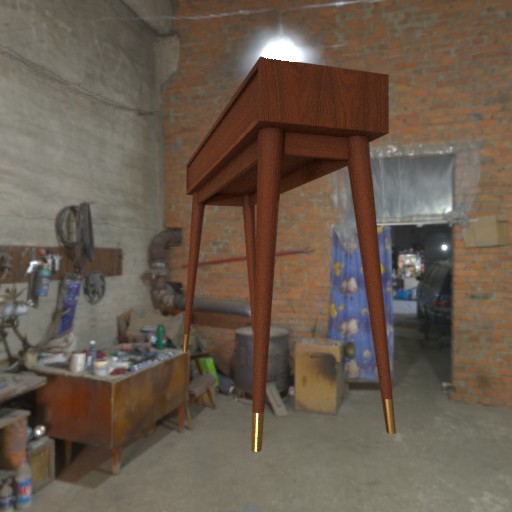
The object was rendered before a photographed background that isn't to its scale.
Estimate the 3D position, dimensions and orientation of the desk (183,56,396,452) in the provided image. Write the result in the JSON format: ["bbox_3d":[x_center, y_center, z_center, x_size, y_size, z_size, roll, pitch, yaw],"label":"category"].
[{"bbox_3d":[0.000,0.000,1.651,0.384,0.917,1.204,0,-1,-17],"label":"desk"}]
